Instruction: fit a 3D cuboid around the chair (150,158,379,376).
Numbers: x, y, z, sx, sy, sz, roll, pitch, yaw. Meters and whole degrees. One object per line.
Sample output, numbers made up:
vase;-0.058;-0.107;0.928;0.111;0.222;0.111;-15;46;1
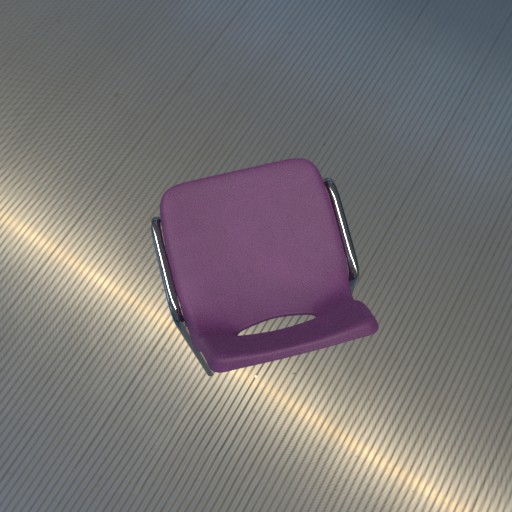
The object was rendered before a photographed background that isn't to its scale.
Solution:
chair;0.000;0.000;0.895;0.381;0.654;0.432;-13;75;-4
